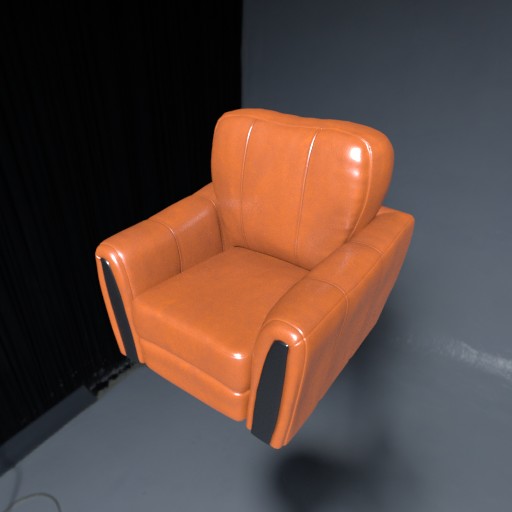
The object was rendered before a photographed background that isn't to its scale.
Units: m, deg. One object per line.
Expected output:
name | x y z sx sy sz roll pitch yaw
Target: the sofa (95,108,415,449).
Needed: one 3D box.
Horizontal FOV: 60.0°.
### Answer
sofa | 0.000 0.000 1.542 0.836 0.876 0.789 20 35 31
